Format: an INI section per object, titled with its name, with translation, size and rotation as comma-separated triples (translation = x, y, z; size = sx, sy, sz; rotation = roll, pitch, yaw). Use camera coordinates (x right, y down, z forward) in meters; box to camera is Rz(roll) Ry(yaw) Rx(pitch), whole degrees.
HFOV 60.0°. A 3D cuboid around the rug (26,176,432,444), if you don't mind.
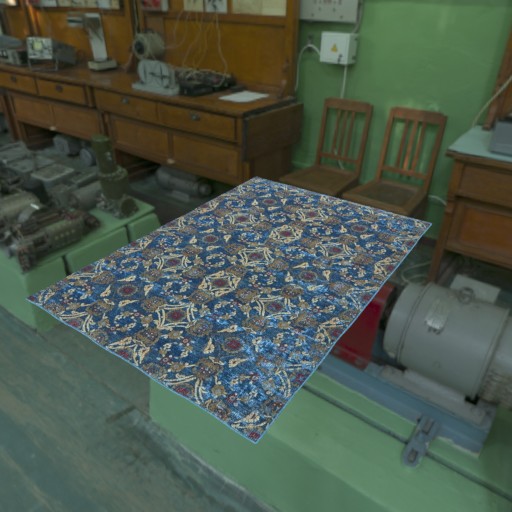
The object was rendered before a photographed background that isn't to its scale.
[rug]
translation = 0.000, 0.000, 4.222
size = 2.337, 0.013, 3.291
rotation = 21, 37, 29
